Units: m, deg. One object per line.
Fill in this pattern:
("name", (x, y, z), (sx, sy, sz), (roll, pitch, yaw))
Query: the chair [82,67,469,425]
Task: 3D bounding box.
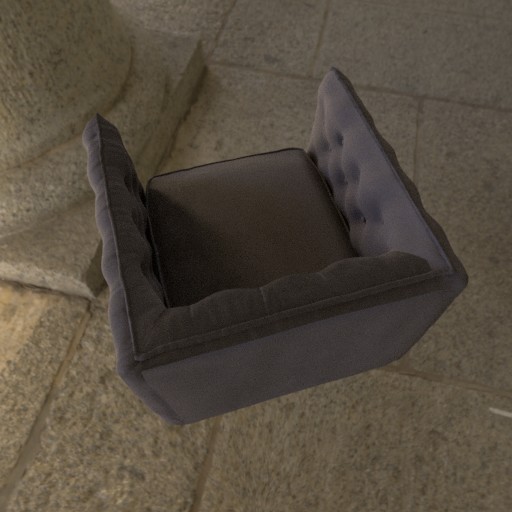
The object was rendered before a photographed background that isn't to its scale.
("chair", (0.000, 0.000, 1.593), (0.946, 0.807, 0.913), (-14, 60, -8))
